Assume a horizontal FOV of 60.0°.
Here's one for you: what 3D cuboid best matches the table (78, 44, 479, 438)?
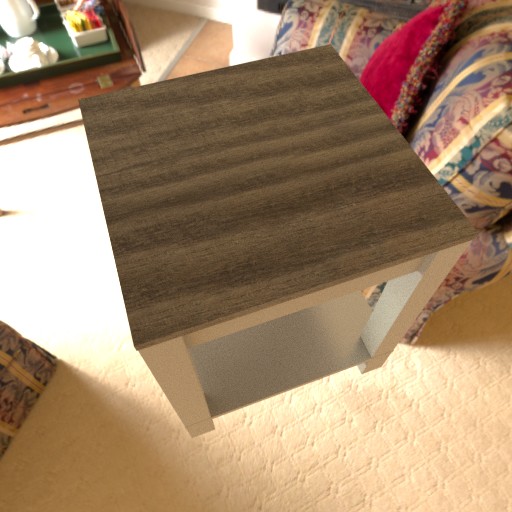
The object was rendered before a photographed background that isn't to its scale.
[{"bbox_3d":[0.000,0.000,0.972,0.506,0.587,0.504,-17,59,-11],"label":"table"}]
